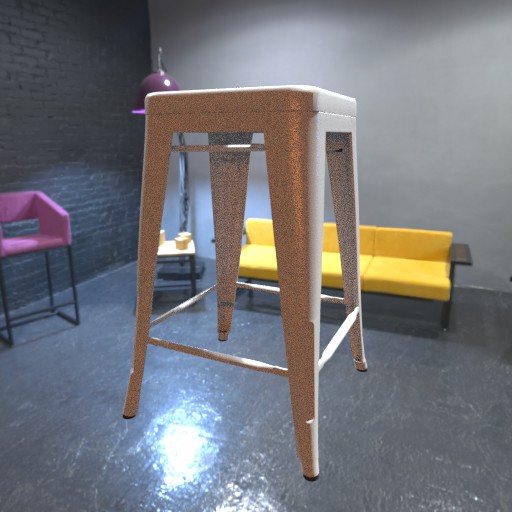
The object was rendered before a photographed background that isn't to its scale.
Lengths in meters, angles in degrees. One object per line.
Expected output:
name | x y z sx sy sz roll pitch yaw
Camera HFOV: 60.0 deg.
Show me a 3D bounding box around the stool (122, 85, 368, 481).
stool | 0.000 0.000 0.892 0.406 0.610 0.406 7 17 24
